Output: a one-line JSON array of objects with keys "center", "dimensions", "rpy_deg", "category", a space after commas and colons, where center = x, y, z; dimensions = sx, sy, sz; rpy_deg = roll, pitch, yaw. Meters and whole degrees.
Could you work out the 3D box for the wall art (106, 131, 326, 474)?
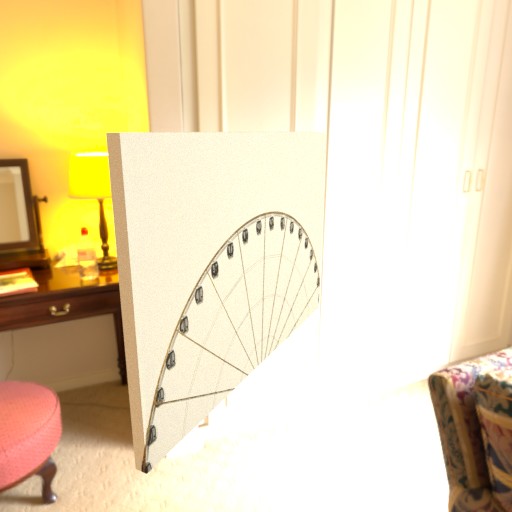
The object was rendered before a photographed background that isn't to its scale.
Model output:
[{"center": [0.000, 0.000, 1.421], "dimensions": [0.038, 0.767, 1.144], "rpy_deg": [8, 18, 27], "category": "wall art"}]
